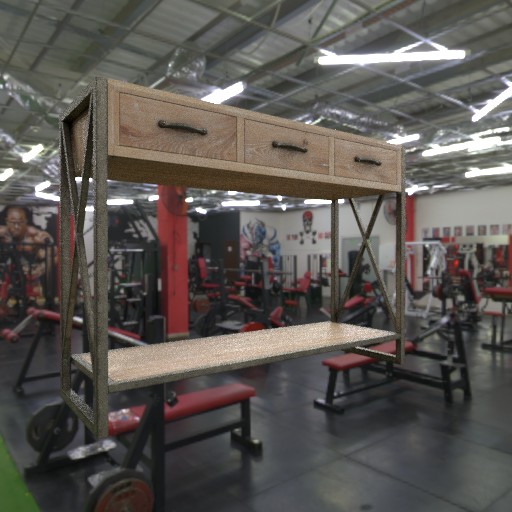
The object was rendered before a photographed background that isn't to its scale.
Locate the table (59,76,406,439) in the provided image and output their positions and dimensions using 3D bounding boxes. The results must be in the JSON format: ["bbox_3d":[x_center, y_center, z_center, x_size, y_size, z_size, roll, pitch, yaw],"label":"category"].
[{"bbox_3d":[0.000,0.000,1.370,1.059,0.763,0.361,0,1,-36],"label":"table"}]
